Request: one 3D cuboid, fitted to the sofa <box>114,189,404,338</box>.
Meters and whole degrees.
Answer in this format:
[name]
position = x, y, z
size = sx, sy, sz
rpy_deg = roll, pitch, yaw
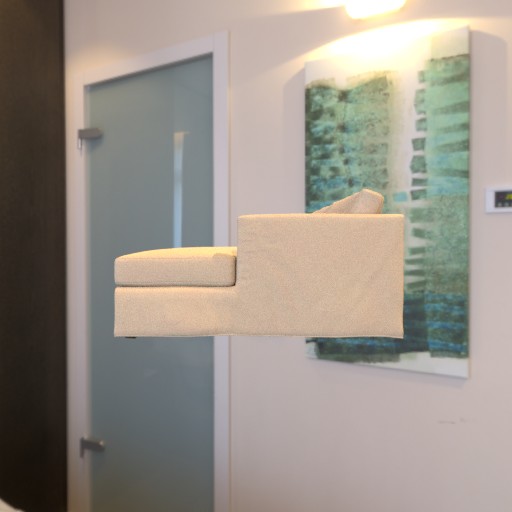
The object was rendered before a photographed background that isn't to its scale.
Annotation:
[sofa]
position = 0.000, 0.000, 4.000
size = 1.622, 0.871, 3.206
rpy_deg = 0, 1, -1
